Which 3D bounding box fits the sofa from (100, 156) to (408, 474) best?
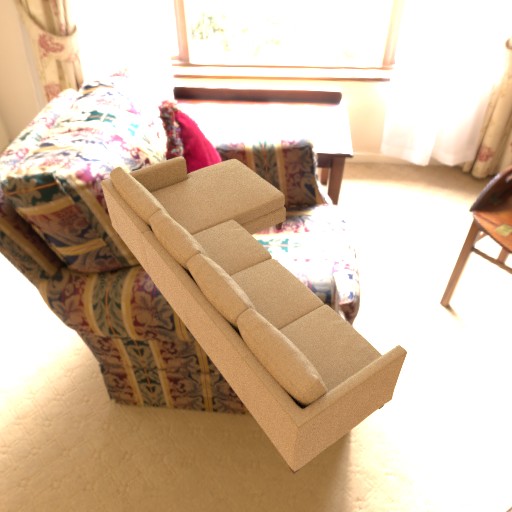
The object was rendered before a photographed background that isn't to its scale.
[{"bbox_3d":[0.000,0.000,3.978,1.625,0.846,3.186,-25,47,-25],"label":"sofa"}]
